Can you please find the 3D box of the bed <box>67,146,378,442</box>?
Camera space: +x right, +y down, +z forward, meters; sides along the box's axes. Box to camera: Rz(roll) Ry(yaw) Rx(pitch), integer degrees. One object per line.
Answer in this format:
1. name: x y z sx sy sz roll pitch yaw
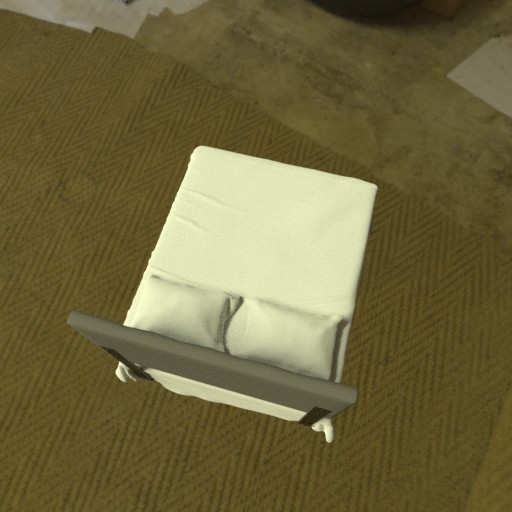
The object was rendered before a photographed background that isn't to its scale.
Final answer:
1. bed: 0.000 0.000 3.470 1.936 1.577 2.222 14 66 6
